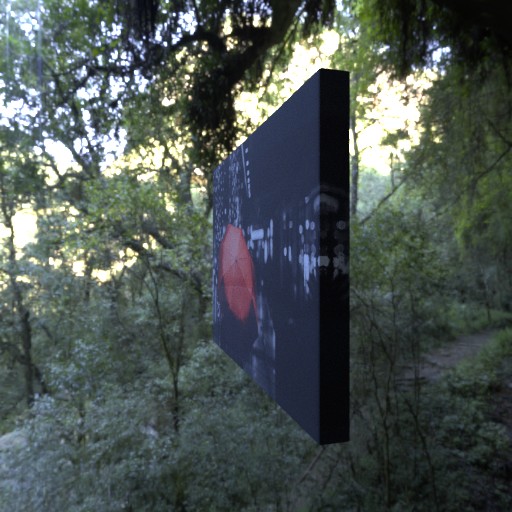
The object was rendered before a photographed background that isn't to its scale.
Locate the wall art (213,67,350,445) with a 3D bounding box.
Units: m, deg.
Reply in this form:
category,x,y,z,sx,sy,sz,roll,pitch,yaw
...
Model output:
category,x,y,z,sx,sy,sz,roll,pitch,yaw
wall art,0.000,0.000,0.771,0.037,0.406,0.609,0,0,-16
